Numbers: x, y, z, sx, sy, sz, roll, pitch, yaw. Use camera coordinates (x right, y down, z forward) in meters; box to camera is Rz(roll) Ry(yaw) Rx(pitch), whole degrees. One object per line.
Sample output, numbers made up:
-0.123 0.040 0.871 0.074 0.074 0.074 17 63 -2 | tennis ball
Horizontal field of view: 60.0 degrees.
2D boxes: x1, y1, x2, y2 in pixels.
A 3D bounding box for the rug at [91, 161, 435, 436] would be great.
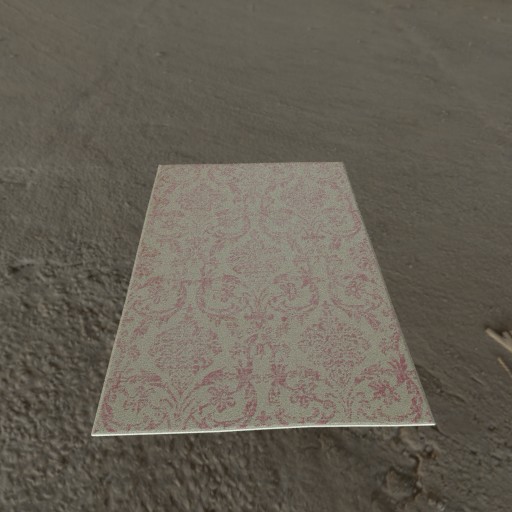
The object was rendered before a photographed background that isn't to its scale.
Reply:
0.000 0.000 3.355 1.819 0.018 2.746 -1 42 -1 | rug
